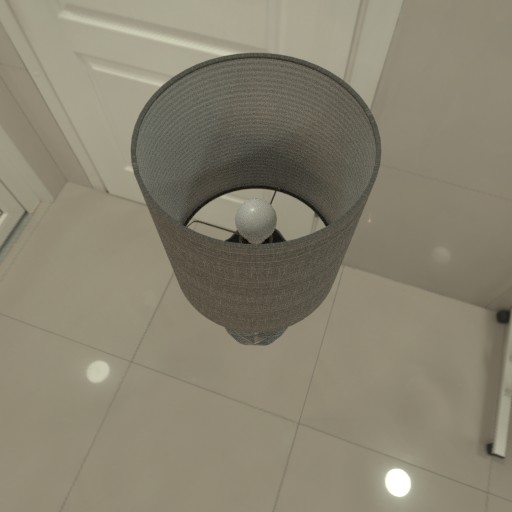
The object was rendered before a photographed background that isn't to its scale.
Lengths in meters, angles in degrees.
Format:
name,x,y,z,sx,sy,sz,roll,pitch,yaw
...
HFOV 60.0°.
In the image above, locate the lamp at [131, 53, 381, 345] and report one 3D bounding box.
name,x,y,z,sx,sy,sz,roll,pitch,yaw
lamp,0.000,0.000,0.731,0.268,0.566,0.269,17,65,8
